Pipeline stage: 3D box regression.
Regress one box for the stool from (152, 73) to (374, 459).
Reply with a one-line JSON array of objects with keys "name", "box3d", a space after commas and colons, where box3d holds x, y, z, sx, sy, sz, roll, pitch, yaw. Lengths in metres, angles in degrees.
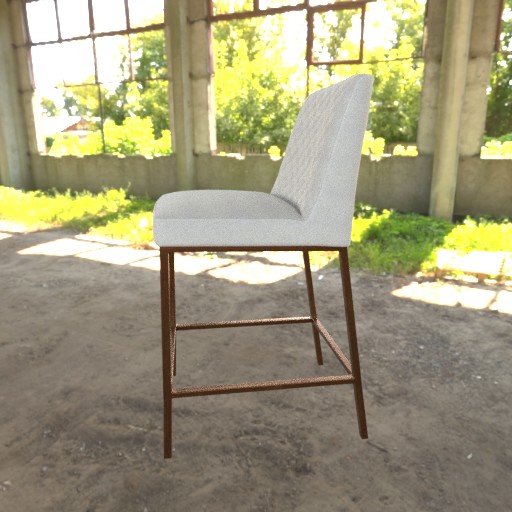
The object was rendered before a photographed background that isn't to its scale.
[{"name": "stool", "box3d": [0.000, 0.000, 1.312, 0.576, 0.973, 0.507, -2, 14, -8]}]
